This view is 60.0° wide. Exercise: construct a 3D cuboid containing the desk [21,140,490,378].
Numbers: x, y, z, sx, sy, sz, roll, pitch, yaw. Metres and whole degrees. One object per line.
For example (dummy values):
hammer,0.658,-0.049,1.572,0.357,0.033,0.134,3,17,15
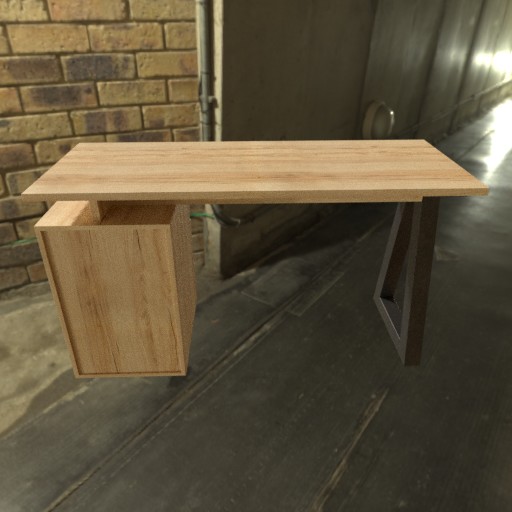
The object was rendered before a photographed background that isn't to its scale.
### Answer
desk,0.000,0.000,1.750,1.400,0.760,0.550,-1,30,-2
